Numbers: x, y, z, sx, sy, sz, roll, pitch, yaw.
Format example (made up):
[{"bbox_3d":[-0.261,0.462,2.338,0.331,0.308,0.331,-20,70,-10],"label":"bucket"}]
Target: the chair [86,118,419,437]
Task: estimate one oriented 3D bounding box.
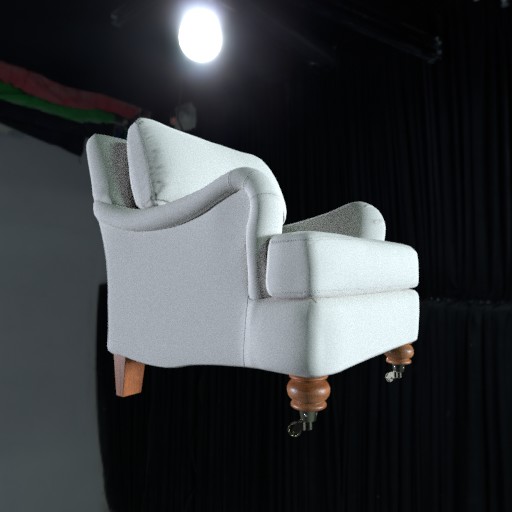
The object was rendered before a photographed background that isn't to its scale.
[{"bbox_3d":[0.000,0.000,1.787,1.070,1.038,0.955,-1,-2,37],"label":"chair"}]
